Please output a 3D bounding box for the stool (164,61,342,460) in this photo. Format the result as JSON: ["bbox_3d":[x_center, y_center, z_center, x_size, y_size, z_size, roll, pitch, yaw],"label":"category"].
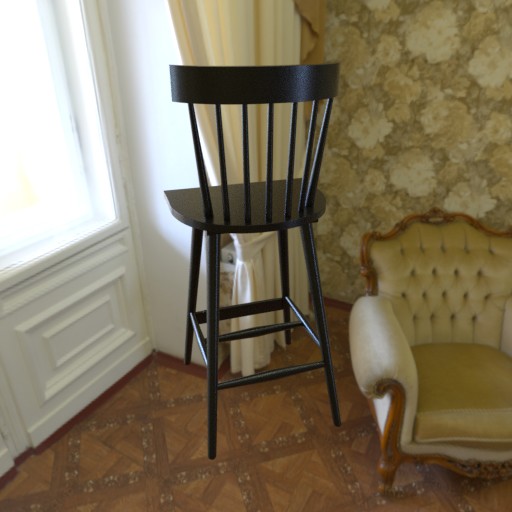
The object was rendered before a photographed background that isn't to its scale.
[{"bbox_3d":[0.000,0.000,1.366,0.482,1.092,0.483,-8,28,-15],"label":"stool"}]
